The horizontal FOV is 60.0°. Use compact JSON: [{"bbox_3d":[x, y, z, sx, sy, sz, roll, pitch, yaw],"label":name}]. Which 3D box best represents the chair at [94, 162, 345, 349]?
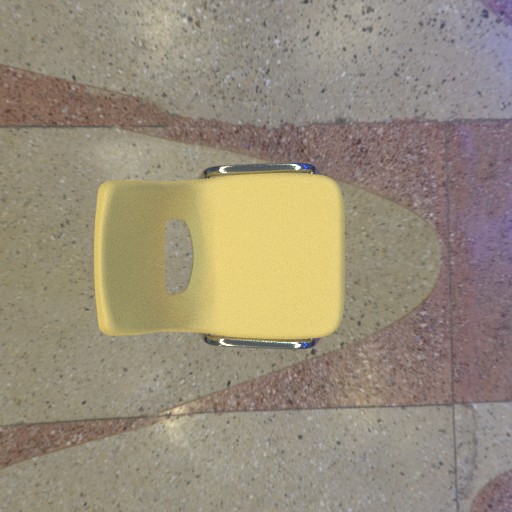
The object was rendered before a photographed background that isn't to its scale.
[{"bbox_3d":[0.000,0.000,0.949,0.436,0.704,0.381,0,91,1],"label":"chair"}]
